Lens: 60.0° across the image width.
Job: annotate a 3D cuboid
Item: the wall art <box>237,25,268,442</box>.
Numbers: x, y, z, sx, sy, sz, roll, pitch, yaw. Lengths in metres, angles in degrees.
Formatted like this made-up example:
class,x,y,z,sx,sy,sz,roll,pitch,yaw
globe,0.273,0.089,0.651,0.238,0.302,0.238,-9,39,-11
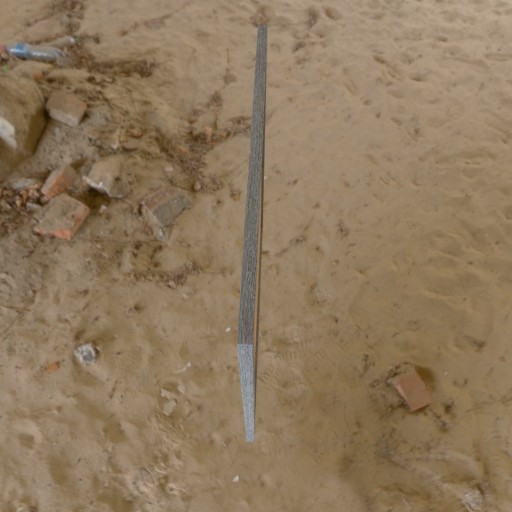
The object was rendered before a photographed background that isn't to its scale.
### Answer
class,x,y,z,sx,sy,sz,roll,pitch,yaw
wall art,0.000,0.000,1.016,0.020,0.685,0.685,2,58,1
